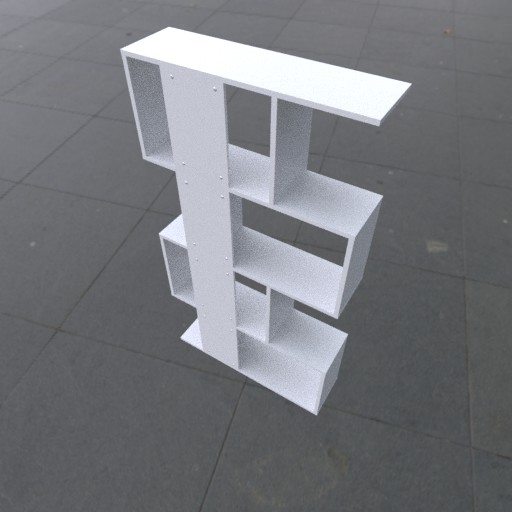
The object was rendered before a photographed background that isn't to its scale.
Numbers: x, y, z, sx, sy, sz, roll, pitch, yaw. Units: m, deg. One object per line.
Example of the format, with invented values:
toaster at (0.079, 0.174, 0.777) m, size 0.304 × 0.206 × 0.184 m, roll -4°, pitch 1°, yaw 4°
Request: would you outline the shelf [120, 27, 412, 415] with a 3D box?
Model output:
shelf at (0.000, 0.000, 1.938) m, size 0.890 × 1.650 × 0.250 m, roll 24°, pitch 50°, yaw 22°
